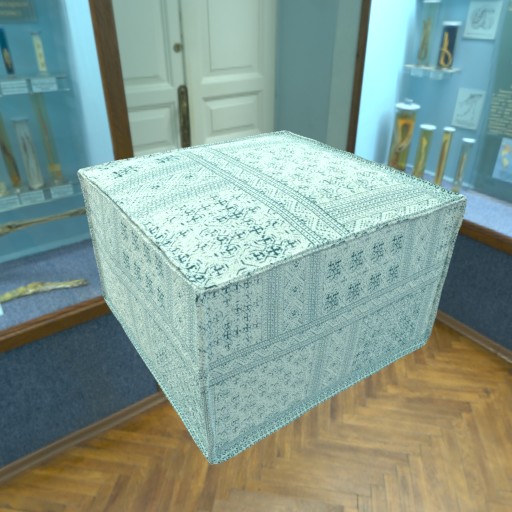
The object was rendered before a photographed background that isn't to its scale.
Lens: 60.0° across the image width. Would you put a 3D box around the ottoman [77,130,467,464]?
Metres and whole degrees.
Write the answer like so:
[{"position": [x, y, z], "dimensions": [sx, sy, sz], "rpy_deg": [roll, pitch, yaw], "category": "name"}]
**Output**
[{"position": [0.000, 0.000, 1.051], "dimensions": [0.617, 0.439, 0.626], "rpy_deg": [-19, 35, -29], "category": "ottoman"}]
